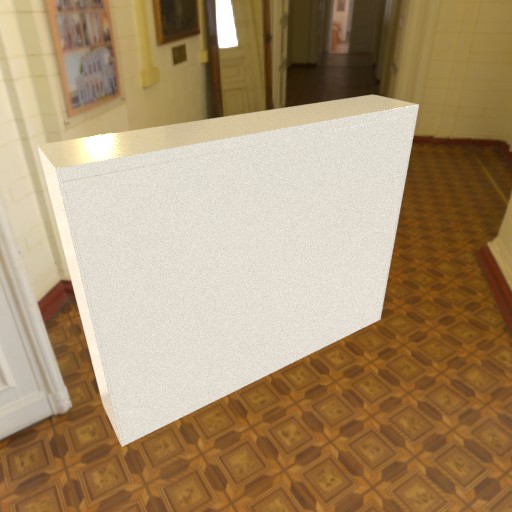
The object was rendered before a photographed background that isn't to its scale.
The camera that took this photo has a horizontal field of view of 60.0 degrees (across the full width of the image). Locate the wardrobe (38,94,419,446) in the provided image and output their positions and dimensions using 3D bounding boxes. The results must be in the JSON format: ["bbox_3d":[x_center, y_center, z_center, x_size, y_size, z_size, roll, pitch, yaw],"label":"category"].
[{"bbox_3d":[0.000,0.000,3.936,3.000,2.360,0.580,-18,35,-28],"label":"wardrobe"}]
